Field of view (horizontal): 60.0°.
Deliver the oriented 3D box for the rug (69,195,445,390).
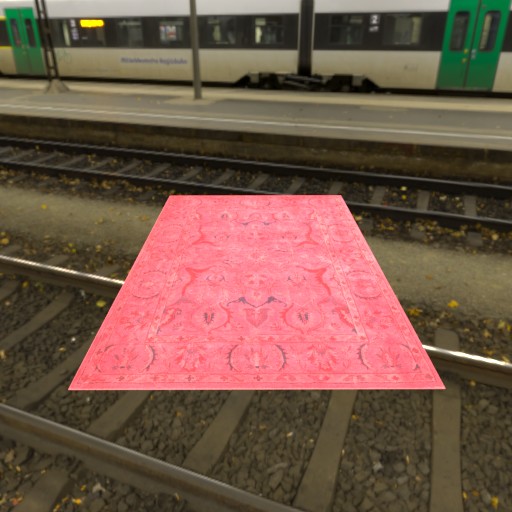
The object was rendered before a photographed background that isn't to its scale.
[{"bbox_3d":[0.000,0.000,2.885,1.534,0.010,2.423,0,26,0],"label":"rug"}]
